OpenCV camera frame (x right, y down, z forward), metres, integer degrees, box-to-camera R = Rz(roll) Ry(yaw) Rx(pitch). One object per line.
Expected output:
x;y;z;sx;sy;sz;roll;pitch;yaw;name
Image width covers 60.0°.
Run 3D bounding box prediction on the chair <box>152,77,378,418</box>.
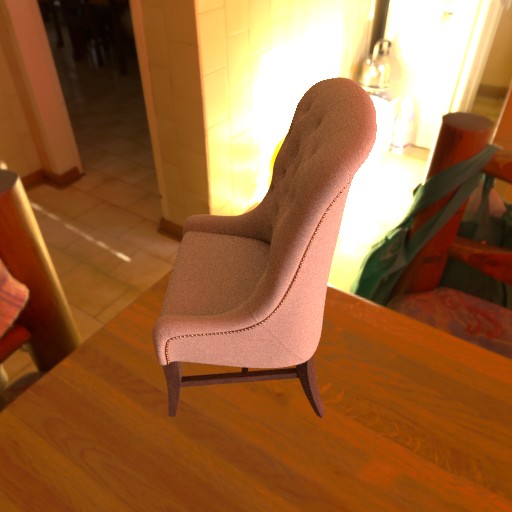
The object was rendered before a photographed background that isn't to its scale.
0.000;0.000;1.508;0.629;1.091;0.634;2;39;2;chair
